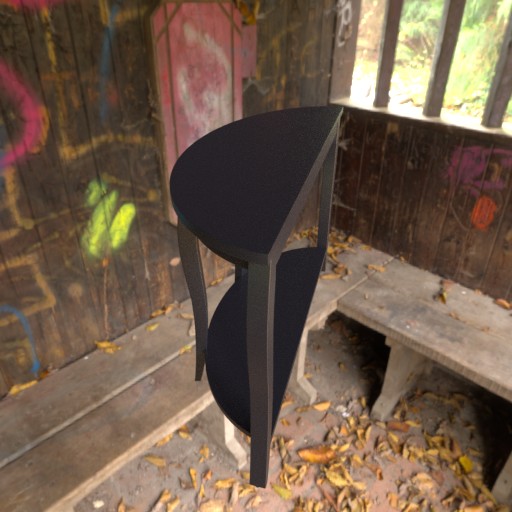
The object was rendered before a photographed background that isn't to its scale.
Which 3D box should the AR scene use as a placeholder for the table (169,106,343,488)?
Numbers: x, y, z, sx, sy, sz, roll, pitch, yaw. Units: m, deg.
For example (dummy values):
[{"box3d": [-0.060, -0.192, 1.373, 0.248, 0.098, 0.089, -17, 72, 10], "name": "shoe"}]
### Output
[{"box3d": [0.000, 0.000, 1.550, 0.394, 0.780, 1.219, 8, 32, 14], "name": "table"}]
